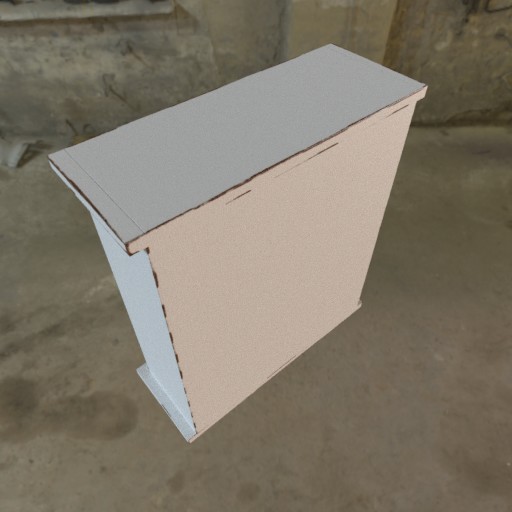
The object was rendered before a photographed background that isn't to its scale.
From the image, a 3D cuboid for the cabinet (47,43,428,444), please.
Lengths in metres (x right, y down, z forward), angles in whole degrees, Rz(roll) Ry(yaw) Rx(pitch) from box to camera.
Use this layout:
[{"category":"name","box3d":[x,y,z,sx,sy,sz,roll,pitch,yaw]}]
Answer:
[{"category":"cabinet","box3d":[0.000,0.000,0.867,0.541,0.603,0.210,-32,56,-26]}]
